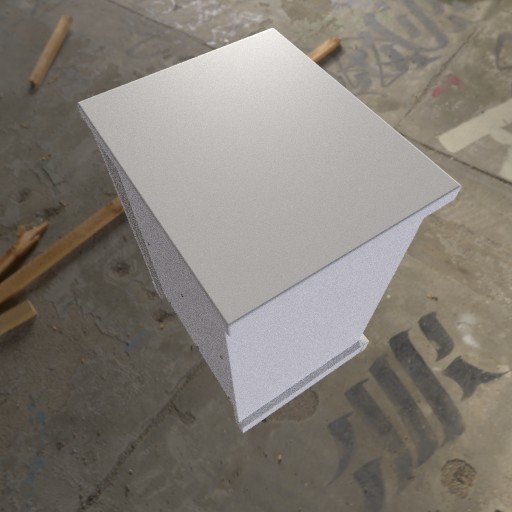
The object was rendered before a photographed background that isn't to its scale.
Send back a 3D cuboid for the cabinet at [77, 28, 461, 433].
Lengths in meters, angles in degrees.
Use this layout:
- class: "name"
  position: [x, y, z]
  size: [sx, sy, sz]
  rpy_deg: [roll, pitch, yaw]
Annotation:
- class: "cabinet"
  position: [0.000, 0.000, 1.049]
  size: [0.431, 0.723, 0.520]
  rpy_deg: [-29, 62, -17]
